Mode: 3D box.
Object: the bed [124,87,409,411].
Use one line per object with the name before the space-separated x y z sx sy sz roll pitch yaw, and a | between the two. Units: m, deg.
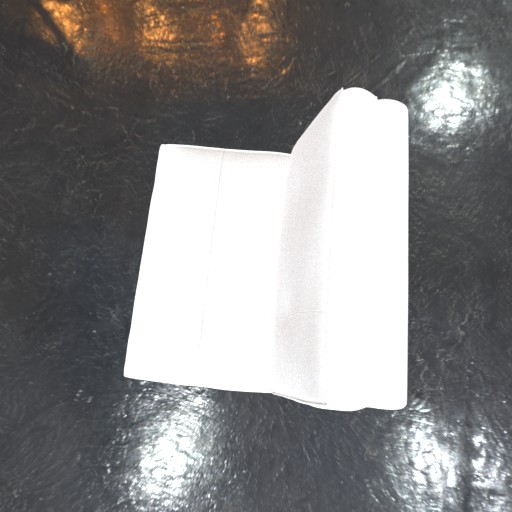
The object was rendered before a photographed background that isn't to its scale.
bed | 0.000 0.000 1.314 0.749 0.614 0.799 5 75 1
